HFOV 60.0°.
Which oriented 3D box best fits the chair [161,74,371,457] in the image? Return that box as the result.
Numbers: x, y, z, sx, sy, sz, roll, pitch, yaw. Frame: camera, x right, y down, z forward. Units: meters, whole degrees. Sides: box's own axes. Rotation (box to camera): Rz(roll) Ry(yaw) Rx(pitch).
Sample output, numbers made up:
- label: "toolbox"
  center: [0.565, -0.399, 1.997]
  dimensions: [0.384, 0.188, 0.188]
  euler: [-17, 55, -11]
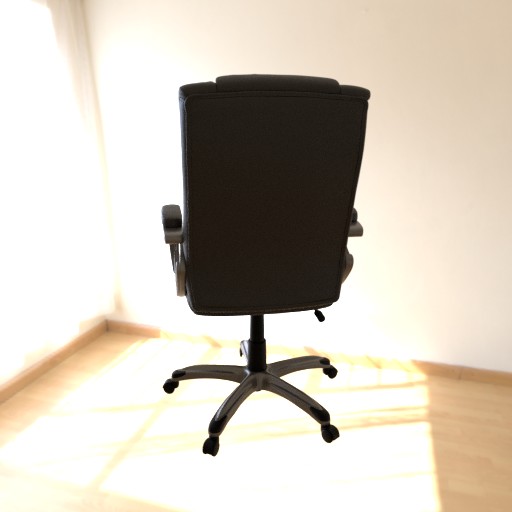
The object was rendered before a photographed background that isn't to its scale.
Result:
- label: "chair"
  center: [0.000, 0.000, 1.578]
  dimensions: [0.721, 1.130, 0.719]
  euler: [-2, 15, -8]
